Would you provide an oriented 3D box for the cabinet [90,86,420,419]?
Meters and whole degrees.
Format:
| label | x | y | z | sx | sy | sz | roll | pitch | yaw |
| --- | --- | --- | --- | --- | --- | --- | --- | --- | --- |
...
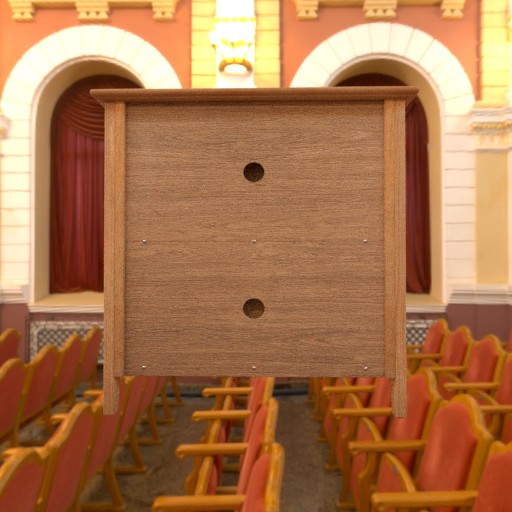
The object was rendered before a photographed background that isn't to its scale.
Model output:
| label | x | y | z | sx | sy | sz | roll | pitch | yaw |
| --- | --- | --- | --- | --- | --- | --- | --- | --- | --- |
| cabinet | 0.000 | 0.000 | 1.257 | 0.763 | 0.762 | 0.503 | 0 | -1 | 1 |
